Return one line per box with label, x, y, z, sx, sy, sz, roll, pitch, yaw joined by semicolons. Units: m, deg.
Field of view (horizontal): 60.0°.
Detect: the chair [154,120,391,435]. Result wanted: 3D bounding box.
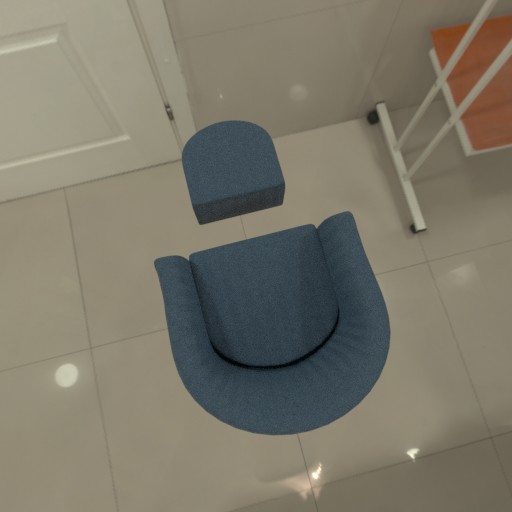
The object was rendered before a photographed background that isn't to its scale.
chair;0.000;0.000;1.804;0.756;0.757;1.288;-14;76;-4
